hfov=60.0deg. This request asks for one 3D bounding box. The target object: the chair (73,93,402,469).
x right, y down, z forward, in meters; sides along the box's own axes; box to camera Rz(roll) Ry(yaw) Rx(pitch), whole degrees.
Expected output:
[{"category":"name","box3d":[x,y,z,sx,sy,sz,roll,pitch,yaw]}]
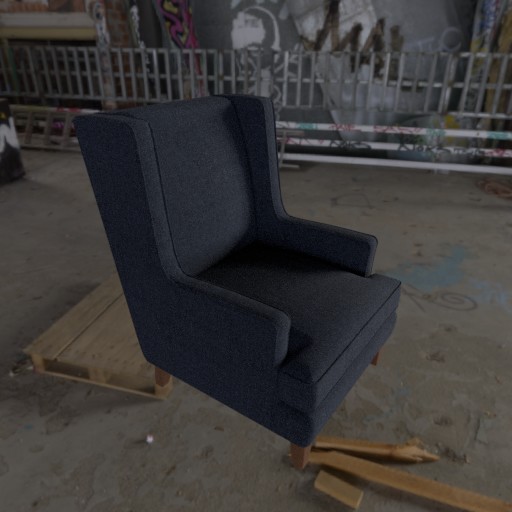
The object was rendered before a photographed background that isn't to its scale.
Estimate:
[{"category":"chair","box3d":[0.000,0.000,1.710,0.947,1.072,0.764,18,32,31]}]
